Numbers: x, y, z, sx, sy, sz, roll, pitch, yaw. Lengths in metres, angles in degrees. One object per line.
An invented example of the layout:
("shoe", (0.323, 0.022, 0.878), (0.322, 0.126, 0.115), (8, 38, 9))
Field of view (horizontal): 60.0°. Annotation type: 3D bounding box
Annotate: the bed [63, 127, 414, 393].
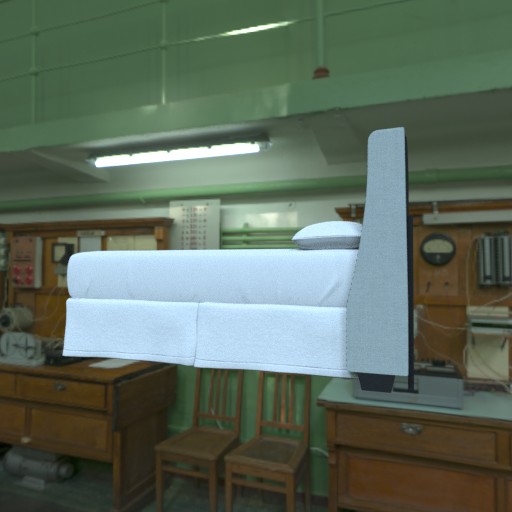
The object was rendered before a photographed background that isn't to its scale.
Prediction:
("bed", (0.000, 0.000, 3.350), (2.237, 1.407, 1.710), (0, -1, 19))
